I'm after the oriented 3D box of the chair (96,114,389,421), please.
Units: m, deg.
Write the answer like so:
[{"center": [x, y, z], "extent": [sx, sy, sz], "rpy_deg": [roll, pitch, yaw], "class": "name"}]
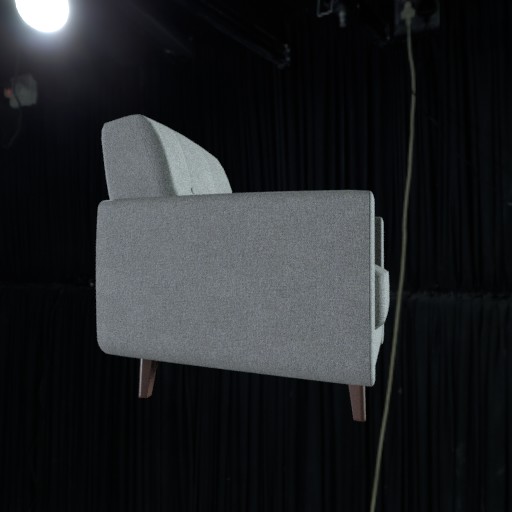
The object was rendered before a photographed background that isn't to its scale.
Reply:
[{"center": [0.000, 0.000, 1.660], "extent": [0.942, 0.968, 0.845], "rpy_deg": [0, -1, 18], "class": "chair"}]
